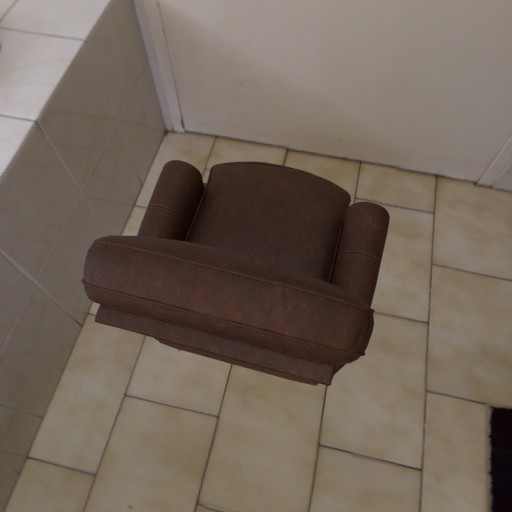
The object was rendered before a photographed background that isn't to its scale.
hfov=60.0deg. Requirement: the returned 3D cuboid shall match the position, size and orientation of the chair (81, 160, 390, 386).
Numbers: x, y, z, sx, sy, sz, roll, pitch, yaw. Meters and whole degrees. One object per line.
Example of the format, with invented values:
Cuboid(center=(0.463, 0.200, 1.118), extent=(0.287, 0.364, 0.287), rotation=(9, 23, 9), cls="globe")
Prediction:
Cuboid(center=(0.000, 0.000, 1.722), extent=(0.936, 1.018, 0.986), rotation=(14, 63, 7), cls="chair")
